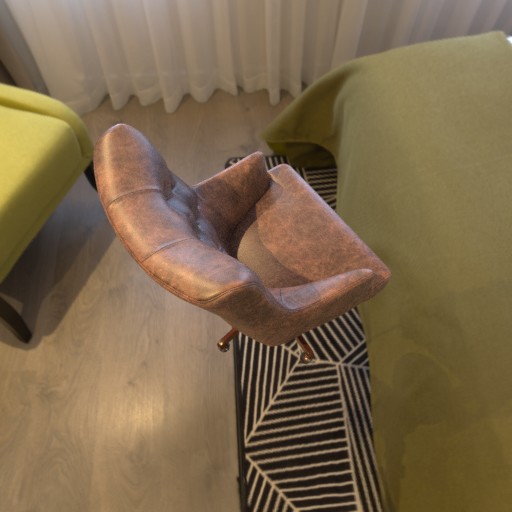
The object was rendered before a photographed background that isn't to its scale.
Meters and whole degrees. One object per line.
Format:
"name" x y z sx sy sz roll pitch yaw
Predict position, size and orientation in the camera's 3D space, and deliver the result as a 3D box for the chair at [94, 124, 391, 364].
"chair" 0.000 0.000 1.526 0.762 1.035 0.641 -31 65 -16
